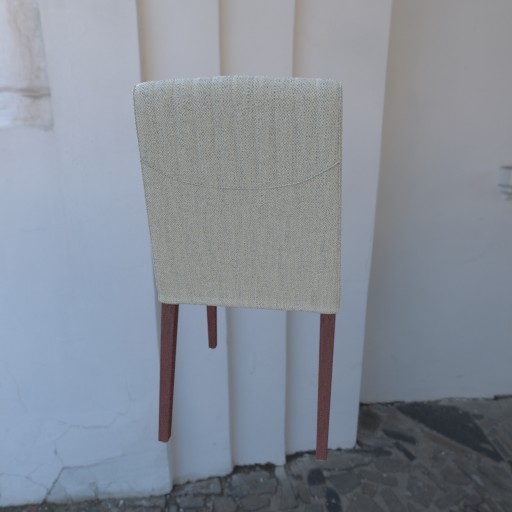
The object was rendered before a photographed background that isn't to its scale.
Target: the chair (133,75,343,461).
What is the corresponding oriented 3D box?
[{"bbox_3d":[0.000,0.000,1.258,0.480,0.900,0.594,3,17,9],"label":"chair"}]
